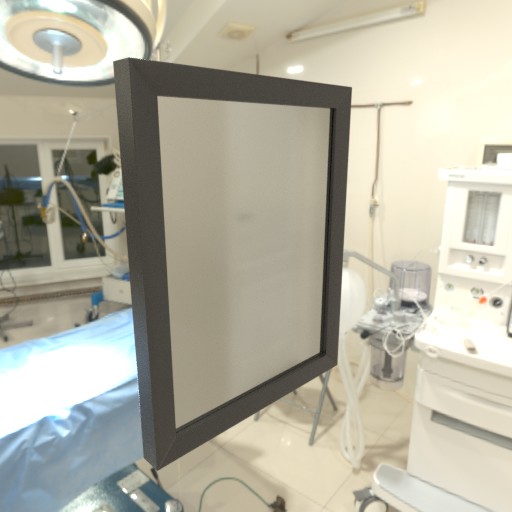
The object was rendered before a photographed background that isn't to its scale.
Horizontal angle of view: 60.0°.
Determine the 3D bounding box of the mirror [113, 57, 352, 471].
[{"bbox_3d":[0.000,0.000,0.673,0.405,0.508,0.041,-14,21,-43],"label":"mirror"}]
